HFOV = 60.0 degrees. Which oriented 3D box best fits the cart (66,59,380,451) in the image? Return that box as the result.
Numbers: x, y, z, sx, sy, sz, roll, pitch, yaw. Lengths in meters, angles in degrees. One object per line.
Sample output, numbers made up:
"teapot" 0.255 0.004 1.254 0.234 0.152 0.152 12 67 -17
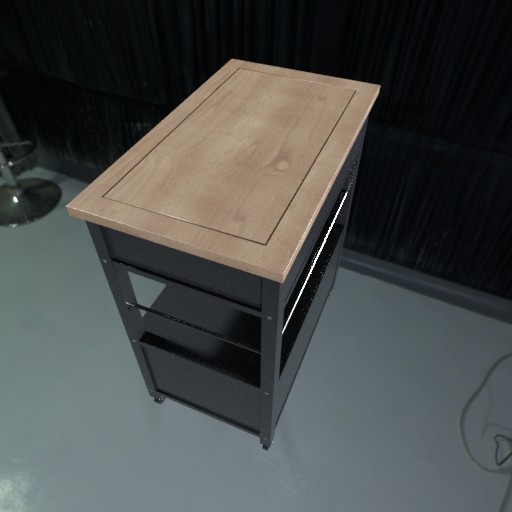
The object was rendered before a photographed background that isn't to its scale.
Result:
"cart" 0.000 0.000 1.400 0.459 0.901 0.840 17 48 16
